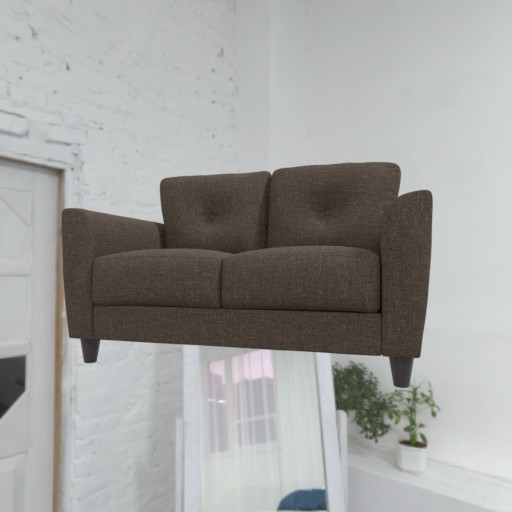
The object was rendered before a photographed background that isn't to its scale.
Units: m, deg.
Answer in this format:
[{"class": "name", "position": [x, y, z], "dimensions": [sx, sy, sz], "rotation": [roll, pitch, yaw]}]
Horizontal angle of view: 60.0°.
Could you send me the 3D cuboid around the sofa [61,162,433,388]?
[{"class": "sofa", "position": [0.000, 0.000, 1.971], "dimensions": [1.423, 0.885, 0.851], "rotation": [-1, -2, 18]}]
